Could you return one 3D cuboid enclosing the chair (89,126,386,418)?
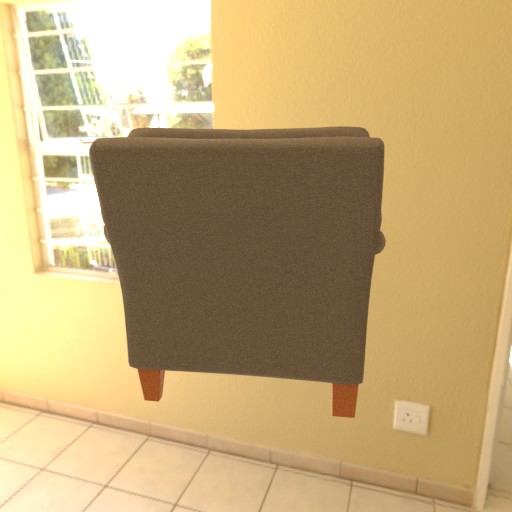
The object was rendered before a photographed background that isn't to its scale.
[{"bbox_3d":[0.000,0.000,1.885,0.955,1.038,1.070,2,15,8],"label":"chair"}]
